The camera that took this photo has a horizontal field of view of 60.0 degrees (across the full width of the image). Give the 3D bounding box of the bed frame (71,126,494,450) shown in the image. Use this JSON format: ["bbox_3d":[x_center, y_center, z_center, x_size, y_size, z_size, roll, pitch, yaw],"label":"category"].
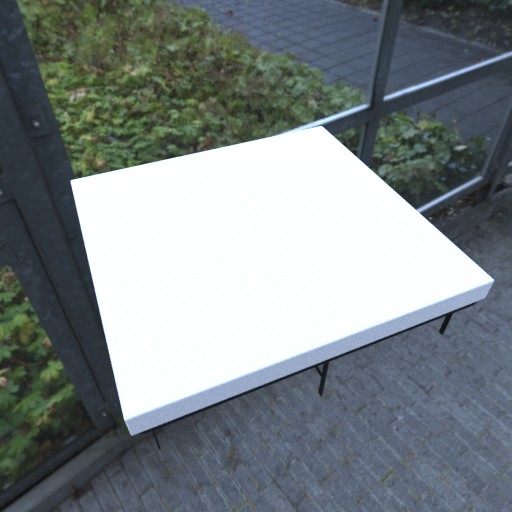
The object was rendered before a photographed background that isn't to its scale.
[{"bbox_3d":[0.000,0.000,2.980,2.032,0.559,1.930,-17,46,-17],"label":"bed frame"}]
